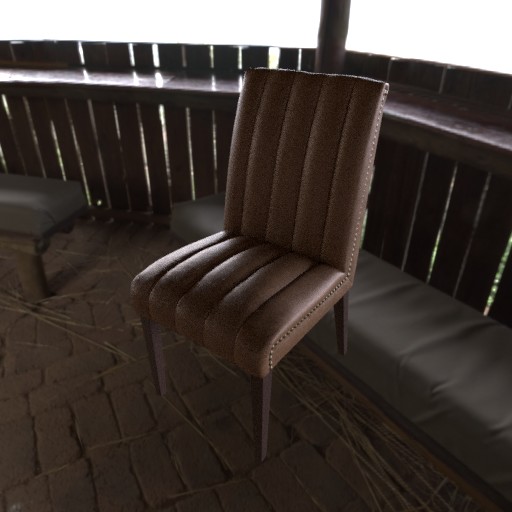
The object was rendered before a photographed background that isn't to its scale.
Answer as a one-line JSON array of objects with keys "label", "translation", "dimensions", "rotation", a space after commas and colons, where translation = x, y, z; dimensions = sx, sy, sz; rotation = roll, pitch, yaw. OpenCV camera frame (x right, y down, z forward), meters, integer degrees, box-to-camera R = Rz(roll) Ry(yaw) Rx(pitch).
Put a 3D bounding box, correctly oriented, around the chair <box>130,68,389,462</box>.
[{"label": "chair", "translation": [0.000, 0.000, 1.392], "dimensions": [0.511, 1.016, 0.647], "rotation": [20, 35, 31]}]
